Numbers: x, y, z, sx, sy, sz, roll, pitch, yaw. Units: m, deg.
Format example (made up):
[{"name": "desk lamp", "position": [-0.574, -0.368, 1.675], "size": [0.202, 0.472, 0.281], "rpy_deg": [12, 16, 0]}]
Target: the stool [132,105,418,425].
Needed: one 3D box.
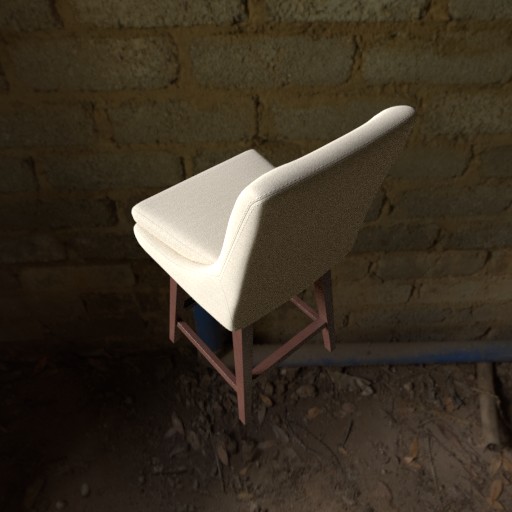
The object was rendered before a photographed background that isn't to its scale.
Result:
[{"name": "stool", "position": [0.000, 0.000, 1.283], "size": [0.483, 0.991, 0.559], "rpy_deg": [-32, 54, -27]}]
